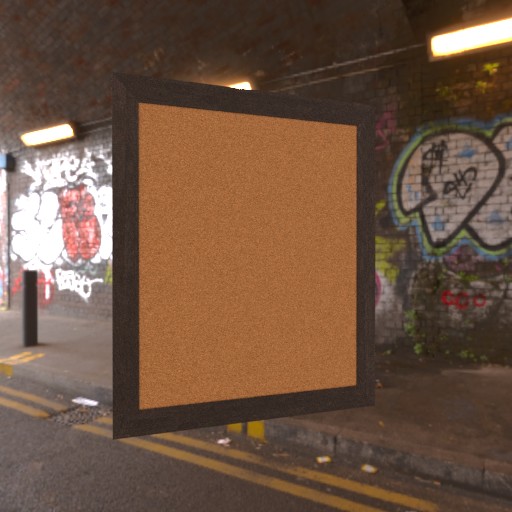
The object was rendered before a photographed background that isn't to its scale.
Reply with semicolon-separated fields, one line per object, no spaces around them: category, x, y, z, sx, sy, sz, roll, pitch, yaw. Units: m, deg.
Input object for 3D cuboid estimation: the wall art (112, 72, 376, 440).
wall art;0.000;0.000;0.771;0.476;0.570;0.013;0;0;-19
